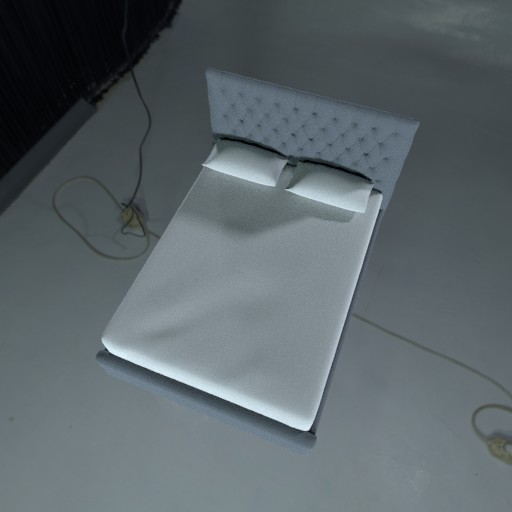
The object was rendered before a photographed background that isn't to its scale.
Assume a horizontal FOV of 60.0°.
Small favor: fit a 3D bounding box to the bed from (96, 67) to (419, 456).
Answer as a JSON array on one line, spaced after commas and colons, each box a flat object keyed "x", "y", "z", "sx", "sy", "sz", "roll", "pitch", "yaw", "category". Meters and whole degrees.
[{"x": 0.000, "y": 0.000, "z": 3.403, "sx": 1.698, "sy": 1.427, "sz": 2.231, "roll": 18, "pitch": 60, "yaw": 11, "category": "bed"}]
